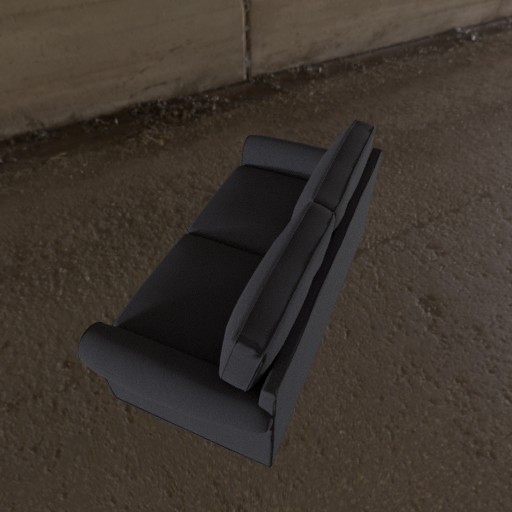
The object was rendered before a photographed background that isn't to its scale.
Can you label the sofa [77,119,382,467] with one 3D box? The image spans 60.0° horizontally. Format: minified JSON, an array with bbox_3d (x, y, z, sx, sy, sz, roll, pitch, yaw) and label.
[{"bbox_3d":[0.000,0.000,2.551,0.951,1.031,2.009,18,49,16],"label":"sofa"}]
